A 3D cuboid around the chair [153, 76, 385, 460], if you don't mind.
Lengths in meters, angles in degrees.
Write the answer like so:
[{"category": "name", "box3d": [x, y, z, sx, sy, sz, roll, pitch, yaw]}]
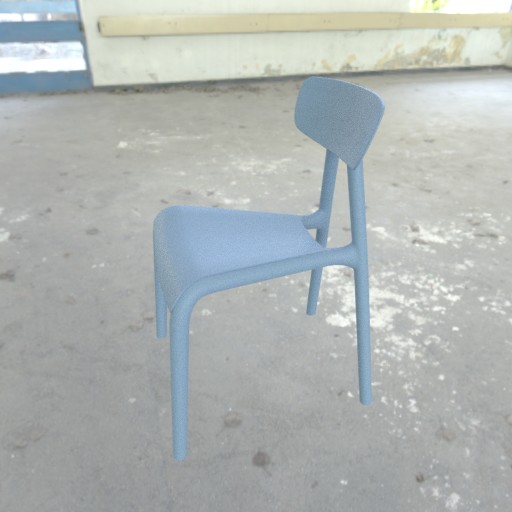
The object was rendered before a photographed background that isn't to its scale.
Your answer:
[{"category": "chair", "box3d": [0.000, 0.000, 0.826, 0.401, 0.580, 0.356, -8, 32, -14]}]
